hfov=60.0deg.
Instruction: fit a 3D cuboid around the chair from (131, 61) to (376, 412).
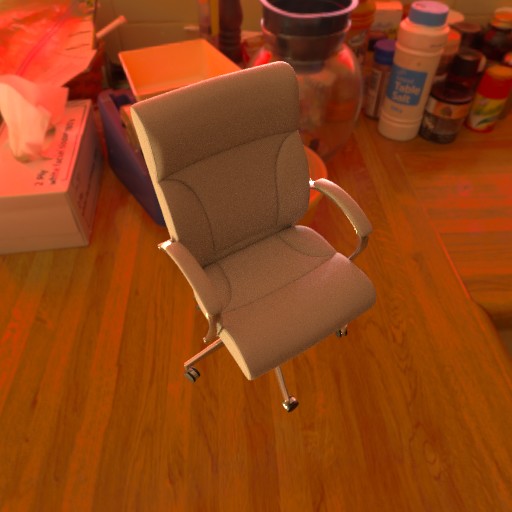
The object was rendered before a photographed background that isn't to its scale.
[{"bbox_3d":[0.000,0.000,1.628,0.727,1.099,0.745,-26,52,-22],"label":"chair"}]
